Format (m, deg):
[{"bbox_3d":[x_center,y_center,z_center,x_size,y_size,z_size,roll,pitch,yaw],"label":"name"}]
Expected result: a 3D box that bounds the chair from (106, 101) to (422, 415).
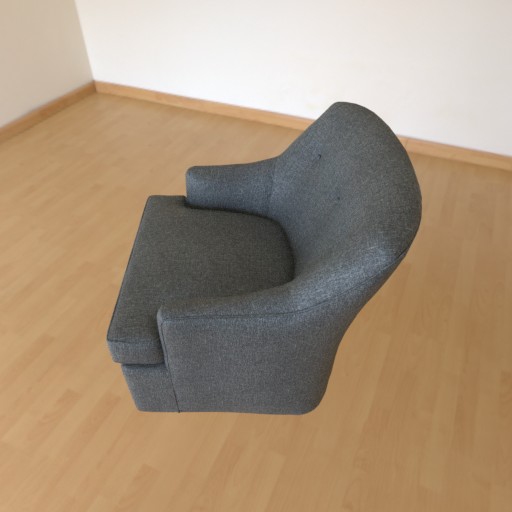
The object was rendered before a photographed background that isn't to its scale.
[{"bbox_3d":[0.000,0.000,1.586,0.923,0.856,0.864,0,42,0],"label":"chair"}]
